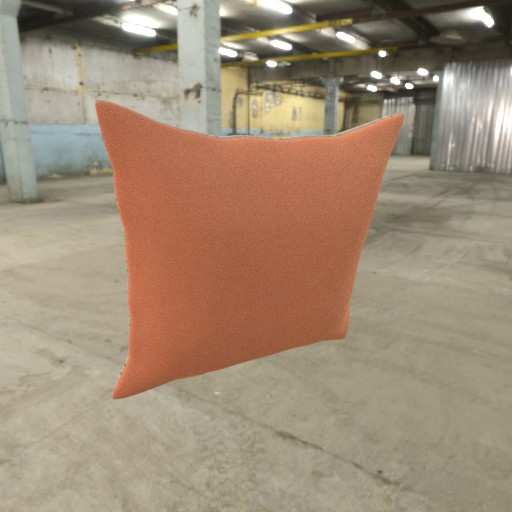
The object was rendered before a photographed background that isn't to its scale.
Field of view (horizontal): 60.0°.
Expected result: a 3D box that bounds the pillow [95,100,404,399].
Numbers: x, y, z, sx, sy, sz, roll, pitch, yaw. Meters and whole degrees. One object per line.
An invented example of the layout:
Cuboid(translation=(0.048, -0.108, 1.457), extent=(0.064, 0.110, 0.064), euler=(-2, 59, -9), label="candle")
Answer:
Cuboid(translation=(0.000, 0.000, 0.684), extent=(0.453, 0.430, 0.200), euler=(-7, 16, -26), label="pillow")
